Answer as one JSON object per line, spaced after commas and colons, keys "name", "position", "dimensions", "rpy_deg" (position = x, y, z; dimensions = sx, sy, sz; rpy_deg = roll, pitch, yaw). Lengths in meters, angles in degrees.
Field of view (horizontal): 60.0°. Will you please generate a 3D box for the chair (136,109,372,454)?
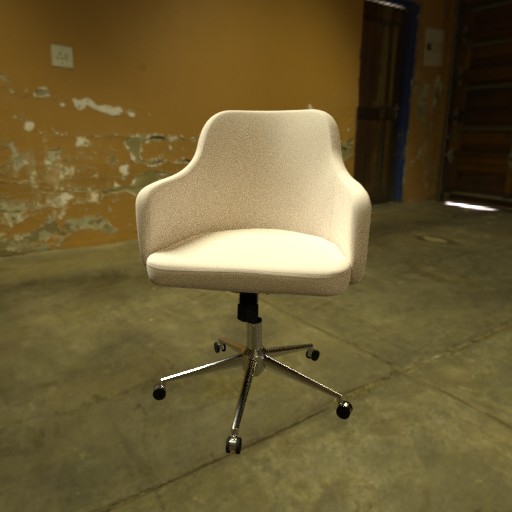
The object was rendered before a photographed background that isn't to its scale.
{"name": "chair", "position": [0.000, 0.000, 1.255], "dimensions": [0.602, 0.819, 0.647], "rpy_deg": [3, 15, 10]}
